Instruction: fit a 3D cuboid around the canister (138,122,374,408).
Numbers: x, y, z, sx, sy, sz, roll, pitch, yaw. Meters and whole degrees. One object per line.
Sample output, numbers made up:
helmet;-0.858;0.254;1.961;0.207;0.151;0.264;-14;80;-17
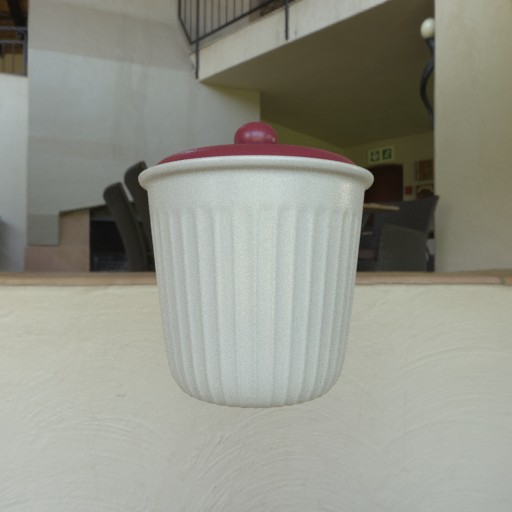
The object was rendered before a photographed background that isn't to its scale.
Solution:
canister;0.000;0.000;0.352;0.181;0.211;0.181;0;0;0
